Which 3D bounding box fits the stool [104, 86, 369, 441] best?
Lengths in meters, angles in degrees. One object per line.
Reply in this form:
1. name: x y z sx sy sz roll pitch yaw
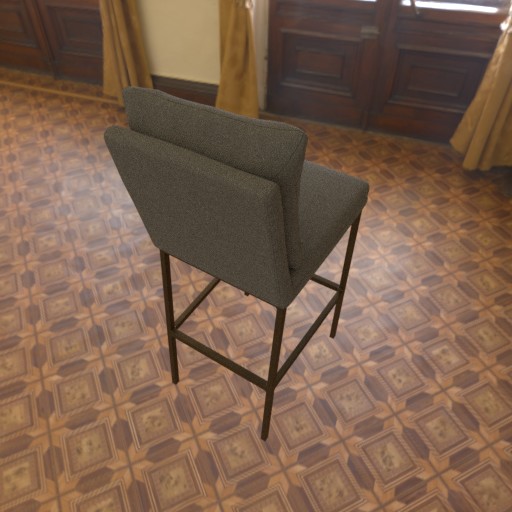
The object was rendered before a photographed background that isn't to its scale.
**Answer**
1. stool: 0.000 0.000 1.375 0.463 1.132 0.569 24 49 23
